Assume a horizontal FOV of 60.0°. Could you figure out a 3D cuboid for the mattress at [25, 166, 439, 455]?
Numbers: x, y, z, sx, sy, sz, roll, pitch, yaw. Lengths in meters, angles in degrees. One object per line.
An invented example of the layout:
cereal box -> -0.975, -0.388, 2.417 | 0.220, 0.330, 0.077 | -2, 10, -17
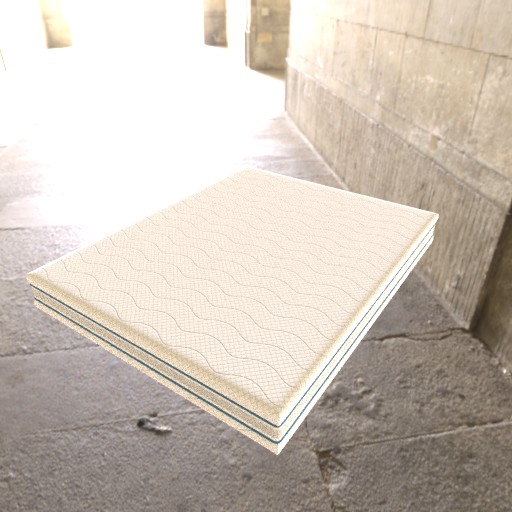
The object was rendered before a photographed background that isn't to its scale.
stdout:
mattress -> 0.000, 0.000, 2.712 | 1.600, 0.230, 2.000 | 20, 37, 29
